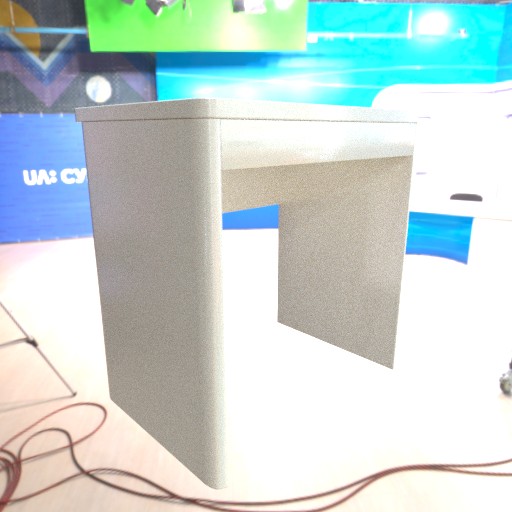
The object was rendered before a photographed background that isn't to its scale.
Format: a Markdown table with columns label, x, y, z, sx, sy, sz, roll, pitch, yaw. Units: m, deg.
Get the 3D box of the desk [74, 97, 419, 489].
| label | x | y | z | sx | sy | sz | roll | pitch | yaw |
| --- | --- | --- | --- | --- | --- | --- | --- | --- | --- |
| desk | 0.000 | 0.000 | 1.275 | 0.762 | 0.800 | 0.549 | -15 | 22 | -42 |
